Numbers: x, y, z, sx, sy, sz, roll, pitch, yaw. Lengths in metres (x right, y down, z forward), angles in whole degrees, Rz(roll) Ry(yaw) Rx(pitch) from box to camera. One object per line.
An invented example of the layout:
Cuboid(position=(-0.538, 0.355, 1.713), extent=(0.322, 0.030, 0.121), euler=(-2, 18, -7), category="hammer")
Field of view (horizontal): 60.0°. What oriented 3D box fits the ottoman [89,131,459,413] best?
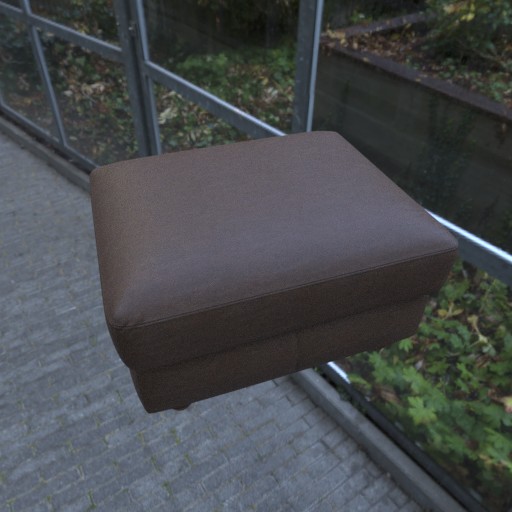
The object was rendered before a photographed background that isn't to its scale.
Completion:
Cuboid(position=(0.000, 0.000, 1.220), extent=(0.787, 0.508, 0.635), euler=(-13, 42, -15), category="ottoman")
